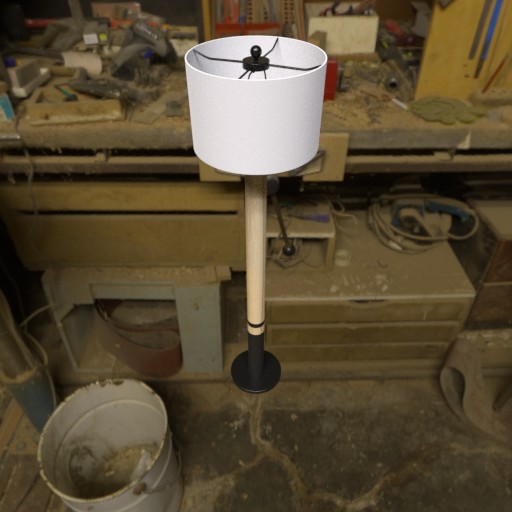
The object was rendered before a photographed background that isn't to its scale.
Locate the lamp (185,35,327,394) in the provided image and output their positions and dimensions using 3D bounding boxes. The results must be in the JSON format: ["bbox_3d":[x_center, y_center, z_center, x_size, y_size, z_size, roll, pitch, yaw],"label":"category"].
[{"bbox_3d":[0.000,0.000,1.660,0.381,1.478,0.381,0,41,0],"label":"lamp"}]
